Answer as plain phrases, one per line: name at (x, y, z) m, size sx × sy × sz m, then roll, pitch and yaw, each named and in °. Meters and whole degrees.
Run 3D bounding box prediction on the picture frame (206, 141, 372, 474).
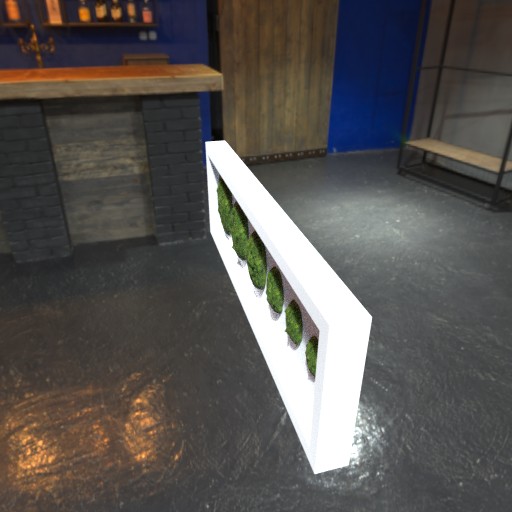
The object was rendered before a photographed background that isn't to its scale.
picture frame at (0.000, 0.000, 0.854) m, size 0.050 × 0.250 × 0.759 m, roll -8°, pitch 30°, yaw -14°
